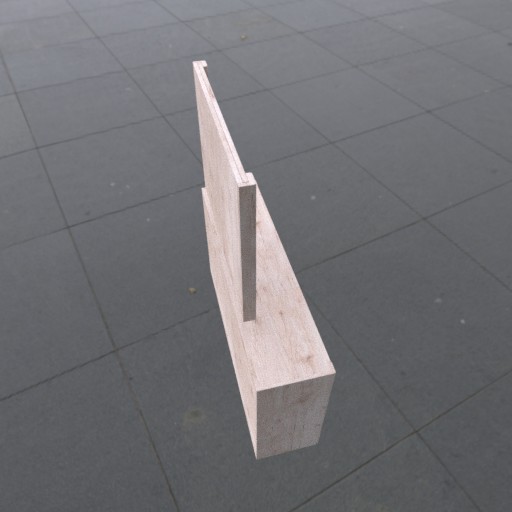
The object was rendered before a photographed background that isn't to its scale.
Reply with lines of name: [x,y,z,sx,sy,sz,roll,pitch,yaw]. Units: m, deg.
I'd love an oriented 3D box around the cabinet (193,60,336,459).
cabinet: [0.000,0.000,2.759,0.420,1.981,1.700,-10,47,-10]
